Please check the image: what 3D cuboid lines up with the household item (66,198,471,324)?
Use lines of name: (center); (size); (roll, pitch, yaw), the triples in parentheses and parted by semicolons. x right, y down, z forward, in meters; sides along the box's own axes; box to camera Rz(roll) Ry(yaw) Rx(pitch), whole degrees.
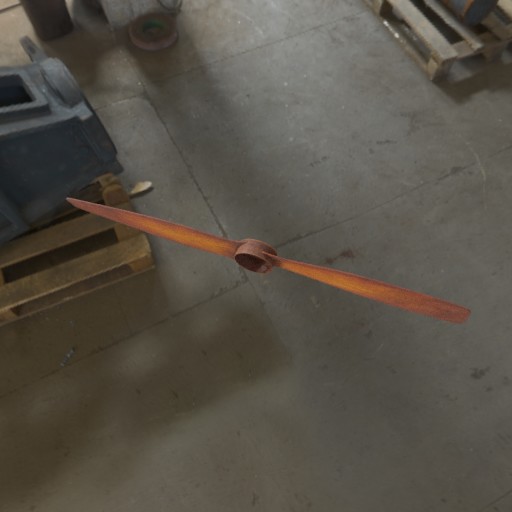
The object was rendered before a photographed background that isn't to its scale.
household item: (0.000, 0.000, 1.256); (1.181, 0.121, 0.051); (16, 65, 8)
